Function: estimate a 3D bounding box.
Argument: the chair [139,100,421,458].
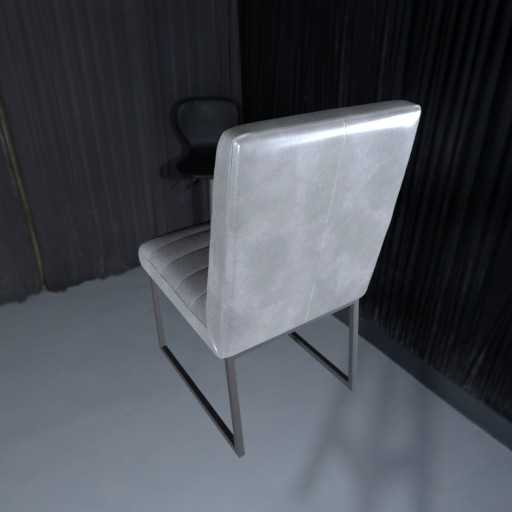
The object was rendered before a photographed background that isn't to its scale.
[{"bbox_3d":[0.000,0.000,1.321,0.520,0.930,0.634,-19,35,-29],"label":"chair"}]
